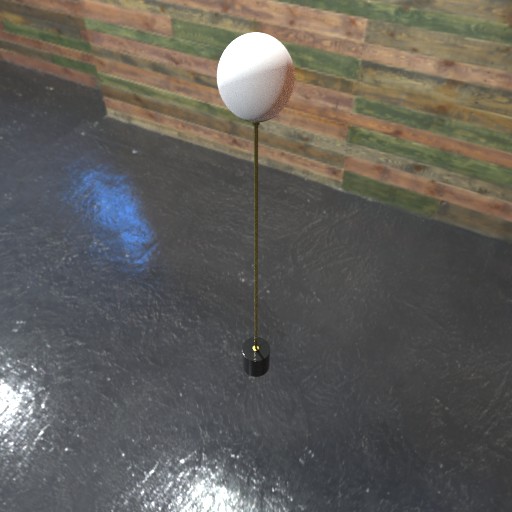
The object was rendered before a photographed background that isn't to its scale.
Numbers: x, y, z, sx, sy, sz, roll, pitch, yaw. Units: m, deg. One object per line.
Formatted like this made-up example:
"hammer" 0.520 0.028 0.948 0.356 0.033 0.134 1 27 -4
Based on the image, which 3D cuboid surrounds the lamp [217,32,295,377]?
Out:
"lamp" 0.000 0.000 1.847 0.229 1.748 0.229 23 50 20
